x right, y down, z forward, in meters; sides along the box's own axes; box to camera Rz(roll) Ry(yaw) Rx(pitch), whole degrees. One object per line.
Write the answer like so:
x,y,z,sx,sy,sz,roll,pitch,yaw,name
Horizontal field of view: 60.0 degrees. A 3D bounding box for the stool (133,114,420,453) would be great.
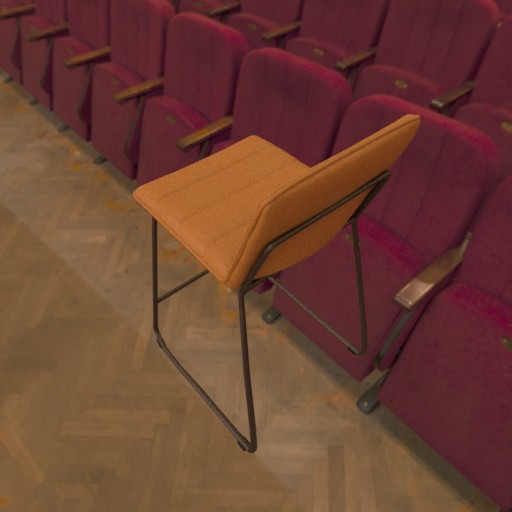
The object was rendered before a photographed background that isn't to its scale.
0.000,0.000,1.148,0.489,0.866,0.524,-32,54,-27,stool
